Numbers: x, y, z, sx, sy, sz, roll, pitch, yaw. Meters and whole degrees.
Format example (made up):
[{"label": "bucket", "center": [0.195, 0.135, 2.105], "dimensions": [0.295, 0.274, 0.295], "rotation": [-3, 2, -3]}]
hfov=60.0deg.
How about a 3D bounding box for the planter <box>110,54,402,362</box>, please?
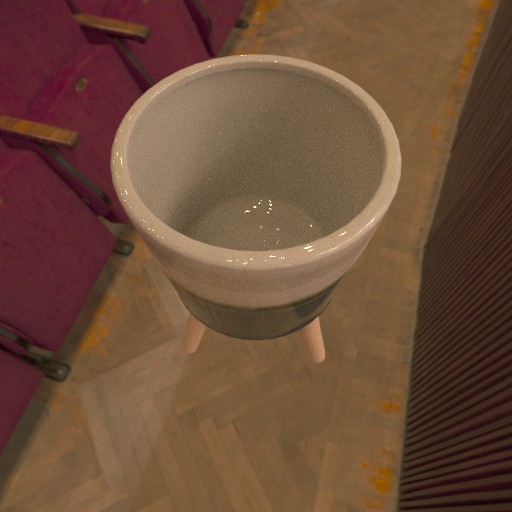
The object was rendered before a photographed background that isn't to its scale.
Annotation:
[{"label": "planter", "center": [0.000, 0.000, 0.472], "dimensions": [0.217, 0.331, 0.217], "rotation": [15, 60, 9]}]
